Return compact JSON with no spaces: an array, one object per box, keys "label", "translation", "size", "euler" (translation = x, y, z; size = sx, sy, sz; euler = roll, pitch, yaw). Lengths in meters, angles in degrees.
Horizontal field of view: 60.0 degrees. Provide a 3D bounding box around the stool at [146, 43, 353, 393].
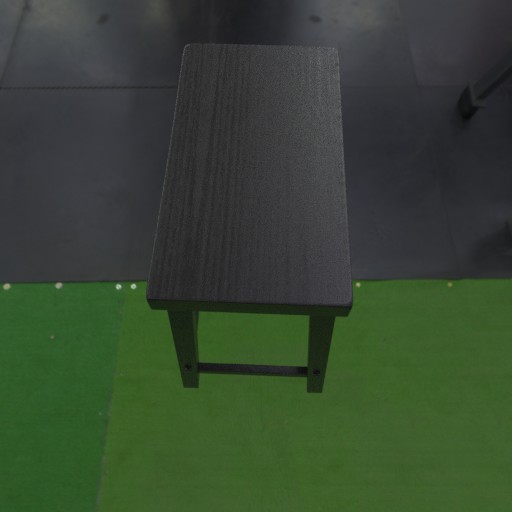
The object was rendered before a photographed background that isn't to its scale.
[{"label":"stool","translation":[0.000,0.000,0.846],"size":[0.322,0.610,0.406],"euler":[2,65,1]}]
